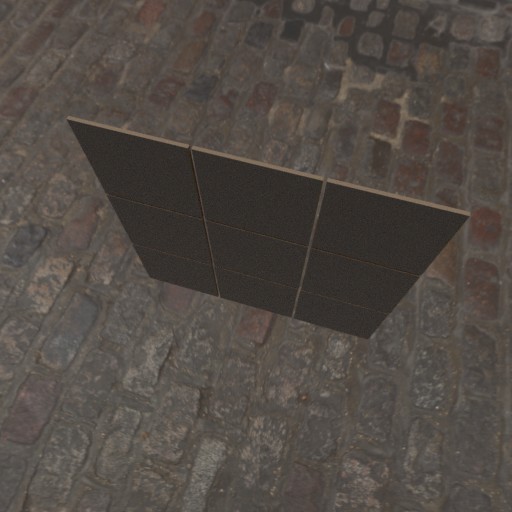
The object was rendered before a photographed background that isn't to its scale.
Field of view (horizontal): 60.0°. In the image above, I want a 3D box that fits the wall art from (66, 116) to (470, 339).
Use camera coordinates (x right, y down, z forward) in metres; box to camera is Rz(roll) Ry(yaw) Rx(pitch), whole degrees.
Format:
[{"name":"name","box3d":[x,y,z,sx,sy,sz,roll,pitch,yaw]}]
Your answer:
[{"name":"wall art","box3d":[0.000,0.000,2.292,1.527,1.521,0.017,15,64,7]}]
